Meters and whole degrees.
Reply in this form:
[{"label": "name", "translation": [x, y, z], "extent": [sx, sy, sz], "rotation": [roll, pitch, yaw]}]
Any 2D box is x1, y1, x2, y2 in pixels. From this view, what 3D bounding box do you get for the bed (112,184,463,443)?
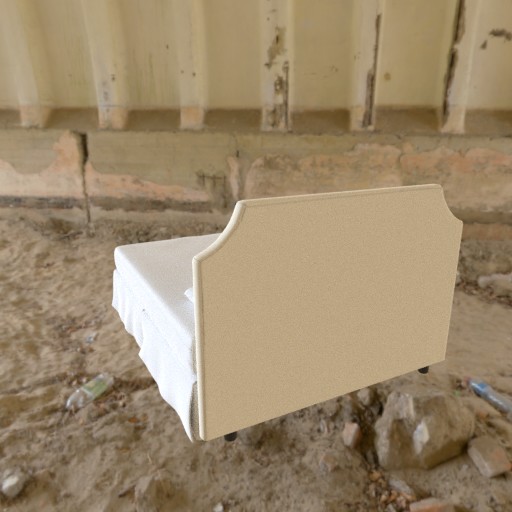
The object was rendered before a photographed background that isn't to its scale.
[{"label": "bed", "translation": [0.000, 0.000, 4.259], "extent": [2.350, 1.590, 2.773], "rotation": [-9, 19, -26]}]
